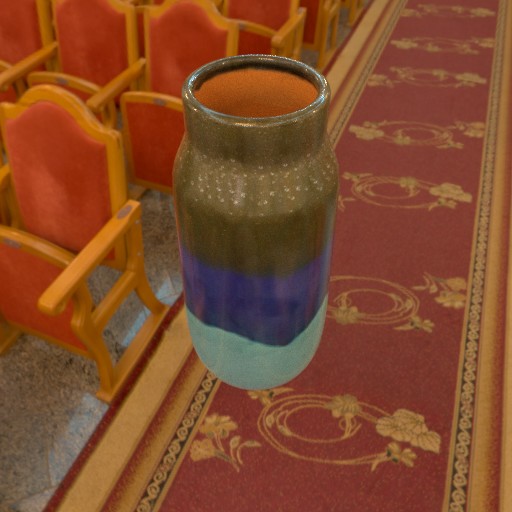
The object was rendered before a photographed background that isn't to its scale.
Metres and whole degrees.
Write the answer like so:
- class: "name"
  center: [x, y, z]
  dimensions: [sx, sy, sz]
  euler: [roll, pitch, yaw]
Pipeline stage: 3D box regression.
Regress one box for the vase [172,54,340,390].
- class: "vase"
  center: [0.000, 0.000, 0.388]
  dimensions: [0.139, 0.313, 0.139]
  euler: [0, 47, 0]
